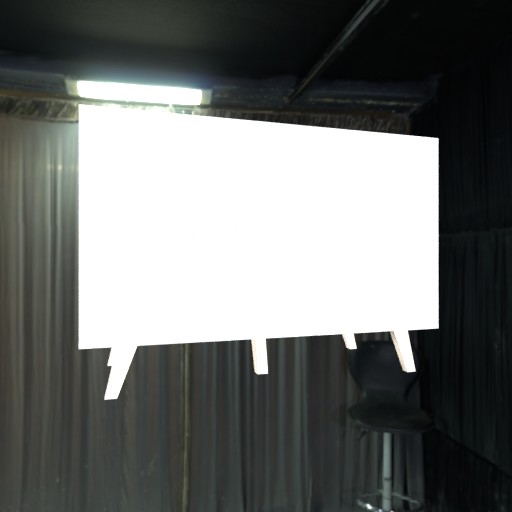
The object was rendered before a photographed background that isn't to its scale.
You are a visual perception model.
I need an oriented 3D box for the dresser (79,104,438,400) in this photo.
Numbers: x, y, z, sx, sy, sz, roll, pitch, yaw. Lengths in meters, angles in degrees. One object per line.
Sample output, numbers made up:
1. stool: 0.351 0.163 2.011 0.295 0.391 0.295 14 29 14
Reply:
1. dresser: 0.000 0.000 1.542 1.110 0.780 0.500 0 0 -17
